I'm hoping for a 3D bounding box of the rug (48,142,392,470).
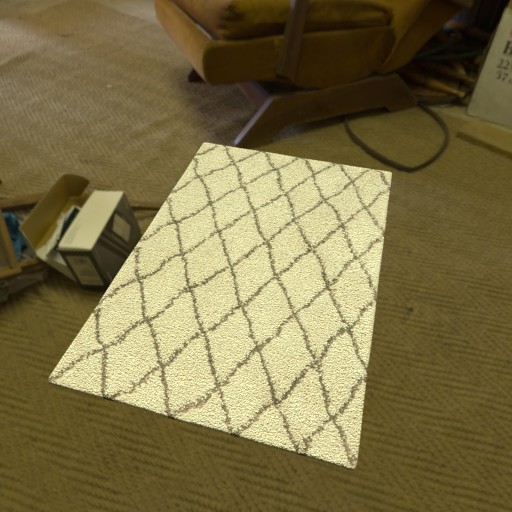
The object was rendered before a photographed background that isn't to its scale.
[{"bbox_3d":[0.000,0.000,2.227,1.219,0.030,1.778,12,48,11],"label":"rug"}]
